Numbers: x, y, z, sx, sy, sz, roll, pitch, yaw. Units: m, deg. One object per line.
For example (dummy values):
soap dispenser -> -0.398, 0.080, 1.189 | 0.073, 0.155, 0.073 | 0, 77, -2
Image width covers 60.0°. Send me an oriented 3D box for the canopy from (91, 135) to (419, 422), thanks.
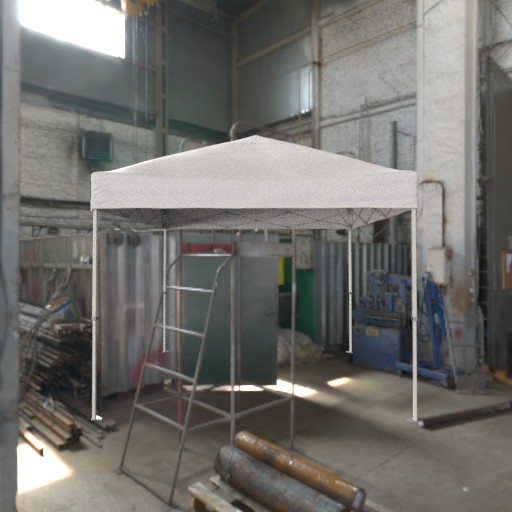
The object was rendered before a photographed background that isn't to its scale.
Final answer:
canopy -> 0.000, 0.000, 5.501 | 2.996, 2.997, 2.998 | 0, 0, 1
